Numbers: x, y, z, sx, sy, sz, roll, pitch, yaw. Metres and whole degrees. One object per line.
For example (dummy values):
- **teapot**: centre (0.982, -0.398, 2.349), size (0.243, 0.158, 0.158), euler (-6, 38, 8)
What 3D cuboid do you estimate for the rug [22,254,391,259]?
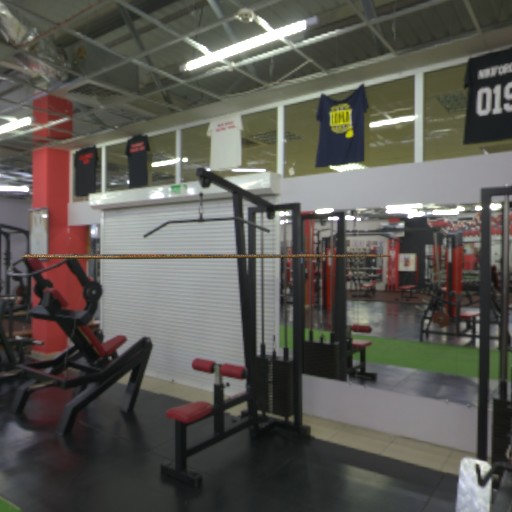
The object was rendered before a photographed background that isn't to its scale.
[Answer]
- **rug**: centre (0.000, 0.000, 2.014), size (0.556, 0.013, 1.820), euler (0, 0, 38)
